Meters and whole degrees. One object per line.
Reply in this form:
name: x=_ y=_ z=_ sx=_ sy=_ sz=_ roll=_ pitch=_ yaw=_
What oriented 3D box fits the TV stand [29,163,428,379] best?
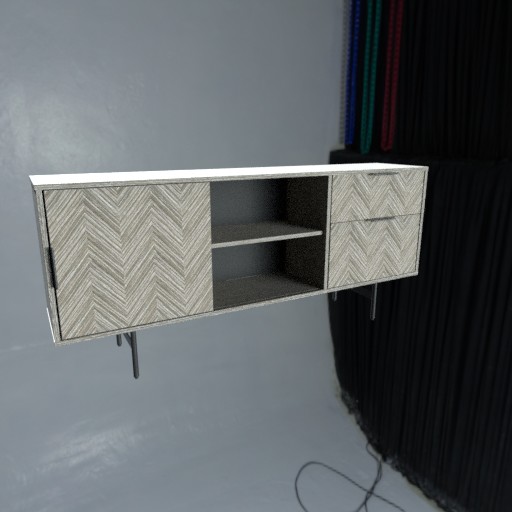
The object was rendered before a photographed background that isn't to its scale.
TV stand: x=0.000 y=0.000 z=2.083 sx=1.804 sy=0.787 sz=0.405 roll=-8 pitch=17 yaw=-27
